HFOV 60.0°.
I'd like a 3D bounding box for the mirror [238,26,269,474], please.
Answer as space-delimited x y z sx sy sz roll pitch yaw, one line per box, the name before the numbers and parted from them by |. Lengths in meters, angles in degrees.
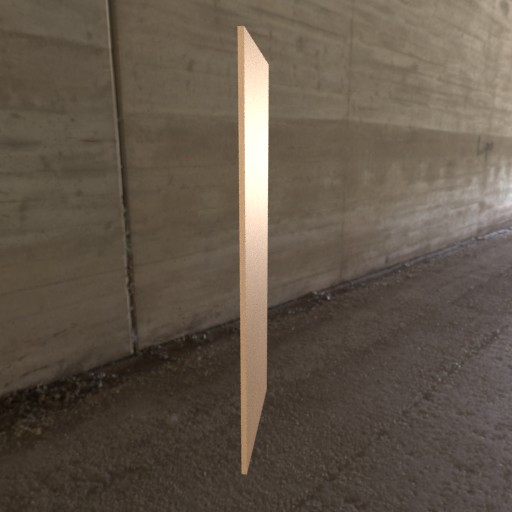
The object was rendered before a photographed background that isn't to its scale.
mirror | 0.000 0.000 2.352 0.026 2.031 0.812 2 14 8
